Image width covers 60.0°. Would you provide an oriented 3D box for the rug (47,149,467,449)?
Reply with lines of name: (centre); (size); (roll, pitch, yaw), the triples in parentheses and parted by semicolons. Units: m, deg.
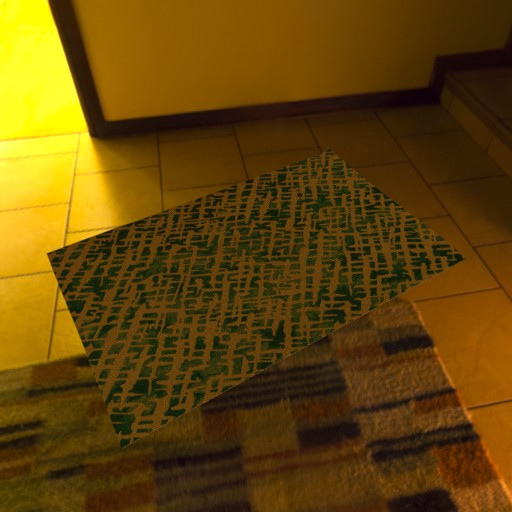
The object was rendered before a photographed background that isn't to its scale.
rug: (0.000, 0.000, 3.032); (2.447, 0.011, 1.520); (-24, 52, -20)
